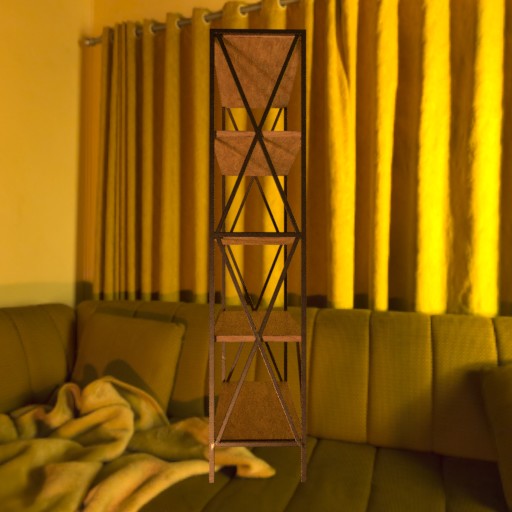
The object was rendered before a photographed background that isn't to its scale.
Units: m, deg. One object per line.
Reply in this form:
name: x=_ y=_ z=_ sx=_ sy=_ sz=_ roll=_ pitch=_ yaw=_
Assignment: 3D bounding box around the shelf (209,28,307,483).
shelf: x=0.000 y=0.000 z=2.197 sx=0.386 sy=1.803 sz=0.874 roll=0 pitch=0 yaw=-1
